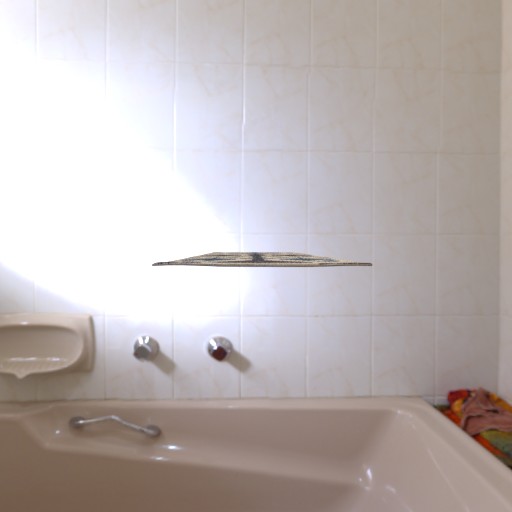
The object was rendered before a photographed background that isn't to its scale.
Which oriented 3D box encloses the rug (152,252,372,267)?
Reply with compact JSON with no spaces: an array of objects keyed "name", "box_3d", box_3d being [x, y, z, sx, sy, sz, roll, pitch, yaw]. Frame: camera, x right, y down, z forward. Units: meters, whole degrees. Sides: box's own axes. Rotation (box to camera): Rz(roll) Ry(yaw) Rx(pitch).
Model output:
[{"name":"rug","box_3d":[0.000,0.000,2.519,0.692,0.017,2.301,0,1,-1]}]
